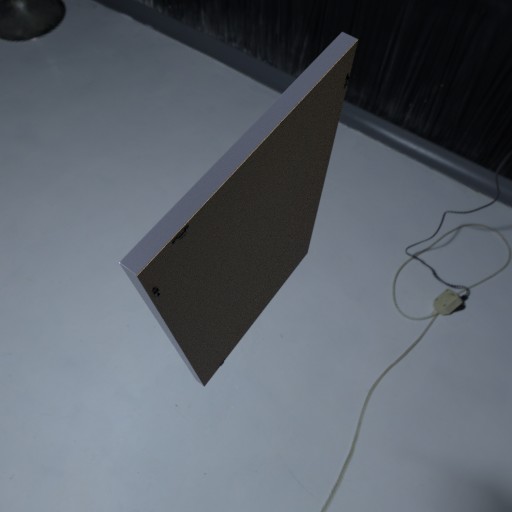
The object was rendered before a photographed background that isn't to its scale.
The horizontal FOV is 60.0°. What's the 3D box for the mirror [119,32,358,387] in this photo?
[{"bbox_3d":[0.000,0.000,1.150,0.040,0.915,0.609,34,69,15],"label":"mirror"}]
